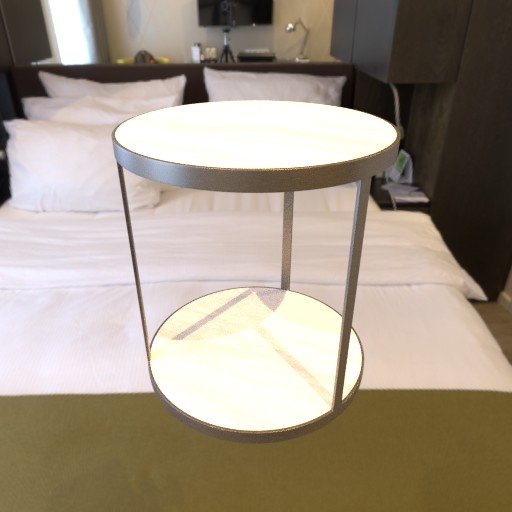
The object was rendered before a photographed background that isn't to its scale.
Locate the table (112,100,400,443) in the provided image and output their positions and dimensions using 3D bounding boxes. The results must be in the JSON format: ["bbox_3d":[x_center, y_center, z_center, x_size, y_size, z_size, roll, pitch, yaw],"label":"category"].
[{"bbox_3d":[0.000,0.000,0.825,0.445,0.479,0.445,0,29,0],"label":"table"}]
